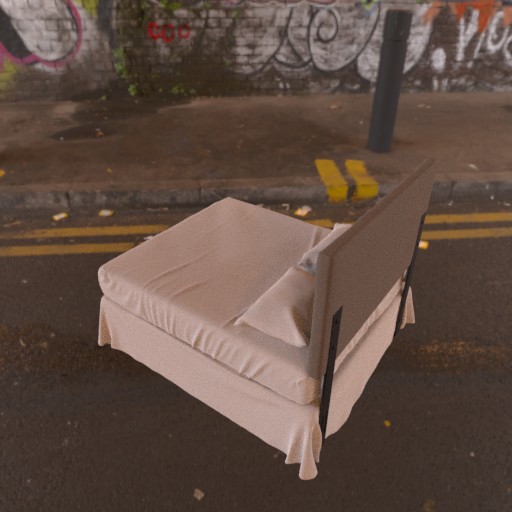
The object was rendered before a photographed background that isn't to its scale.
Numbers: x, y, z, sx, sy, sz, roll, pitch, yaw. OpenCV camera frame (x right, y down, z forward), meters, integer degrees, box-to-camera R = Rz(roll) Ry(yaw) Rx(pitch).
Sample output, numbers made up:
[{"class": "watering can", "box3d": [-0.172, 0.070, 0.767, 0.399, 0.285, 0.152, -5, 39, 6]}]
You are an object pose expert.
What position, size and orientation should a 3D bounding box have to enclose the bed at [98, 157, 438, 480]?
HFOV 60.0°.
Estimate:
[{"class": "bed", "box3d": [0.000, 0.000, 3.526, 2.222, 1.577, 1.936, 21, 38, 30]}]
